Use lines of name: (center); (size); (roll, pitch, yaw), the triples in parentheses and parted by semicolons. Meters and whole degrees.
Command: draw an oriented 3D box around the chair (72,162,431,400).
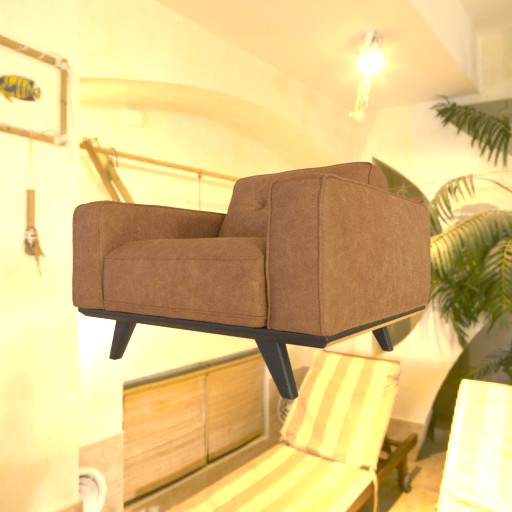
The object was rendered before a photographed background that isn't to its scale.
chair: (0.000, 0.000, 1.746); (1.118, 0.782, 0.952); (0, 0, 36)
